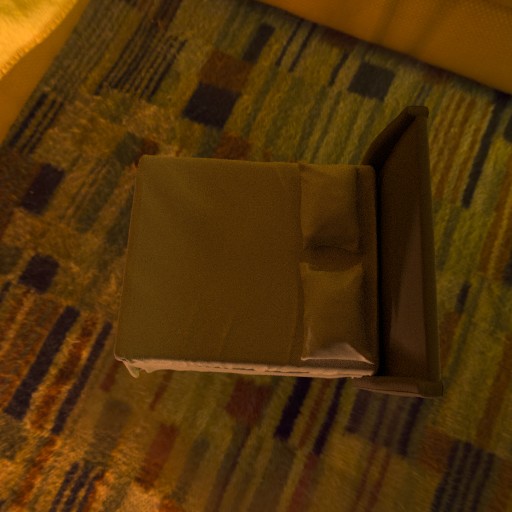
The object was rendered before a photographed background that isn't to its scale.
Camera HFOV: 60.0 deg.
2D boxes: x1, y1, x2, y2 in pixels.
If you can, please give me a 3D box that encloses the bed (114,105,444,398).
[{"bbox_3d":[0.000,0.000,3.412,2.276,1.332,1.925,3,75,1],"label":"bed"}]
